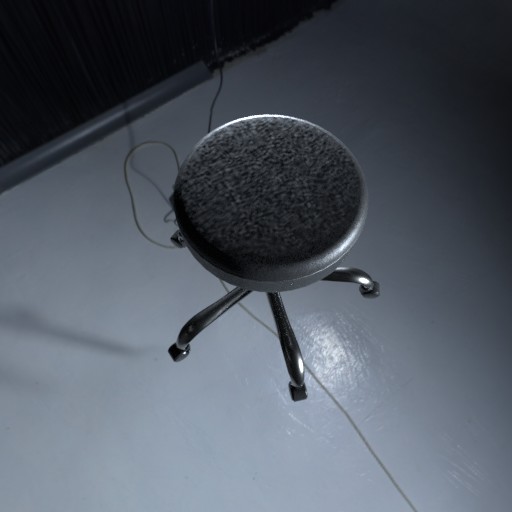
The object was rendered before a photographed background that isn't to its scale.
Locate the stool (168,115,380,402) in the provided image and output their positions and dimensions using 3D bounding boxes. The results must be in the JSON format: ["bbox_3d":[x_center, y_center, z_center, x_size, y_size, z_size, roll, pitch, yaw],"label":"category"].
[{"bbox_3d":[0.000,0.000,1.145,0.638,0.576,0.673,-36,69,-16],"label":"stool"}]
